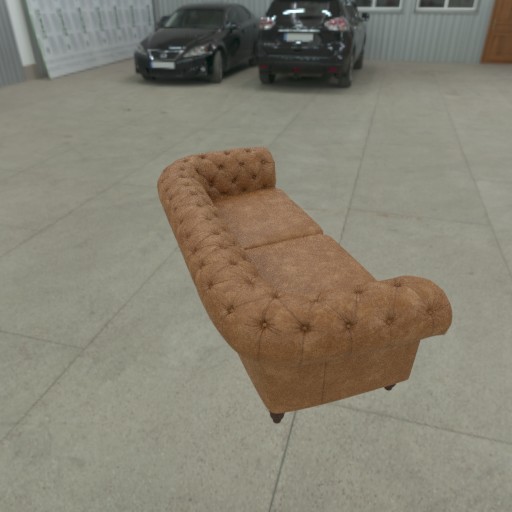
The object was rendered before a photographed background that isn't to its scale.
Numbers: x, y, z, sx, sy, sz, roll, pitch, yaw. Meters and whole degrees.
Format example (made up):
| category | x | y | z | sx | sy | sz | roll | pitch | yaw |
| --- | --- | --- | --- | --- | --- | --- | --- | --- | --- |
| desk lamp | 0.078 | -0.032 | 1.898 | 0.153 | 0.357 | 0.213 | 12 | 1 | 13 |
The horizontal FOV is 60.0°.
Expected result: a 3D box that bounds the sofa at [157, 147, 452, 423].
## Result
| category | x | y | z | sx | sy | sz | roll | pitch | yaw |
| --- | --- | --- | --- | --- | --- | --- | --- | --- | --- |
| sofa | 0.000 | 0.000 | 2.814 | 0.989 | 0.760 | 2.365 | -10 | 32 | -17 |
